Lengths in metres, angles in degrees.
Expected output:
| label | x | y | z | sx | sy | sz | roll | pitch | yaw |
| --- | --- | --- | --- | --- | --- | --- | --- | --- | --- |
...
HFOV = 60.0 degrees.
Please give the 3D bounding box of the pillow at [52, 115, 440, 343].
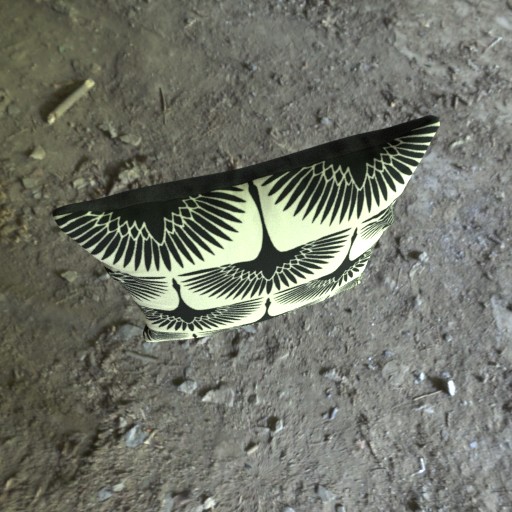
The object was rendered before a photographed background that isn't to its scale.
| label | x | y | z | sx | sy | sz | roll | pitch | yaw |
| --- | --- | --- | --- | --- | --- | --- | --- | --- | --- |
| pillow | 0.000 | 0.000 | 0.658 | 0.432 | 0.432 | 0.139 | -16 | 64 | -8 |
